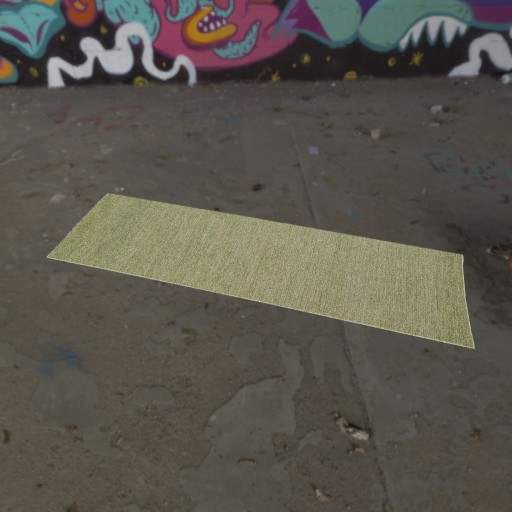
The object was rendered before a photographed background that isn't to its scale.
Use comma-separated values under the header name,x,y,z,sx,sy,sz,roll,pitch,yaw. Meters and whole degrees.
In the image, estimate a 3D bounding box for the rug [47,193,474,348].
name,x,y,z,sx,sy,sz,roll,pitch,yaw
rug,0.000,0.000,2.572,2.340,0.013,0.686,11,43,12
